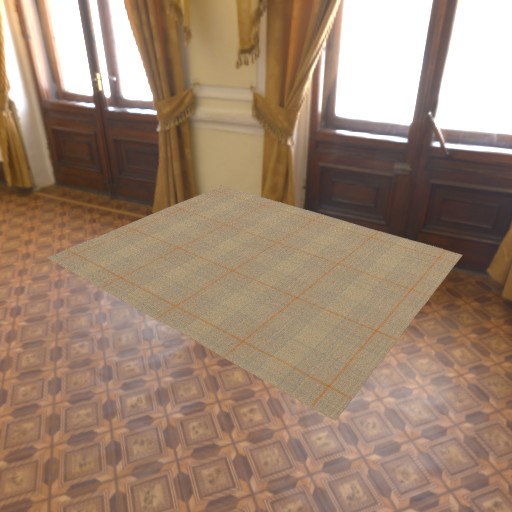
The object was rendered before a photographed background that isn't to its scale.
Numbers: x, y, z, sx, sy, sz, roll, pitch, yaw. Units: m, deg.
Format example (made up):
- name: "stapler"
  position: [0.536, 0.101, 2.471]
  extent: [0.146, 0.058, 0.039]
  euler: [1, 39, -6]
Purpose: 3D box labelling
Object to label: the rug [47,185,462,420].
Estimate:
- name: "rug"
  position: [0.000, 0.000, 4.164]
  extent: [3.051, 0.021, 2.448]
  euler: [21, 35, 32]
